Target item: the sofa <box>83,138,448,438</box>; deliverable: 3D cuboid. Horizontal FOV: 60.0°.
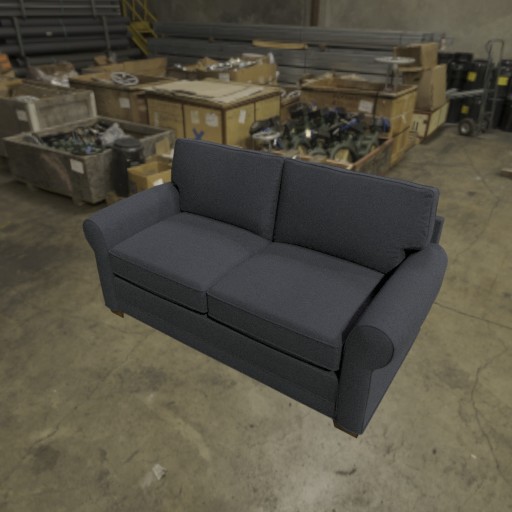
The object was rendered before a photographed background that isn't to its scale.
[{"bbox_3d":[0.000,0.000,2.596,2.009,1.031,0.951,19,35,29],"label":"sofa"}]
